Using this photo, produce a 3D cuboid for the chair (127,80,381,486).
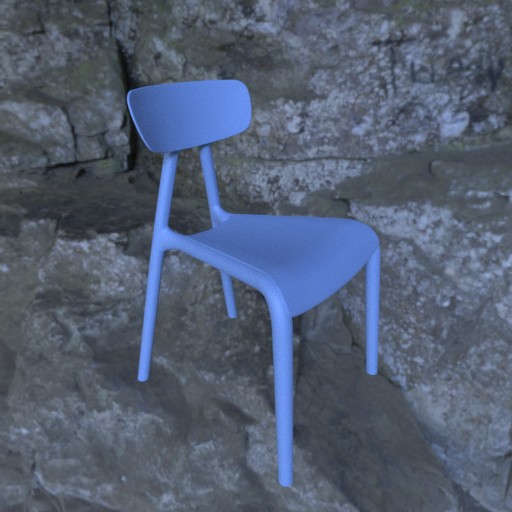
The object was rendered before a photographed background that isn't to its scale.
[{"bbox_3d":[0.000,0.000,0.819,0.401,0.580,0.356,19,32,33],"label":"chair"}]
